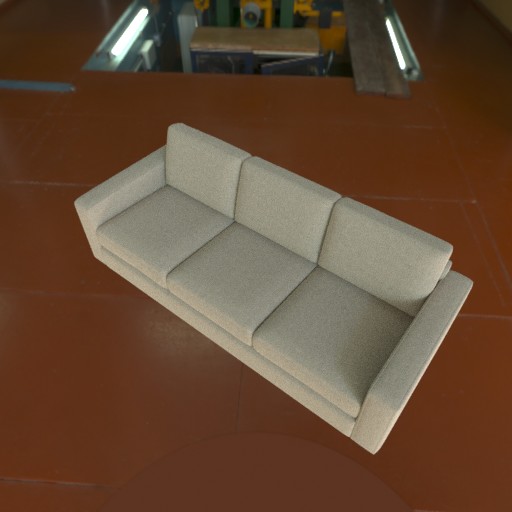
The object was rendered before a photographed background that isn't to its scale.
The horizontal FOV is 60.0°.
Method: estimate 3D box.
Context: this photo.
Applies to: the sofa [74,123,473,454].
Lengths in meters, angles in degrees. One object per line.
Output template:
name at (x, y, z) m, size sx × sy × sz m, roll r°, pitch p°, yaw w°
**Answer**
sofa at (0.000, 0.000, 2.591) m, size 2.160 × 0.800 × 0.900 m, roll 30°, pitch 53°, yaw 25°
